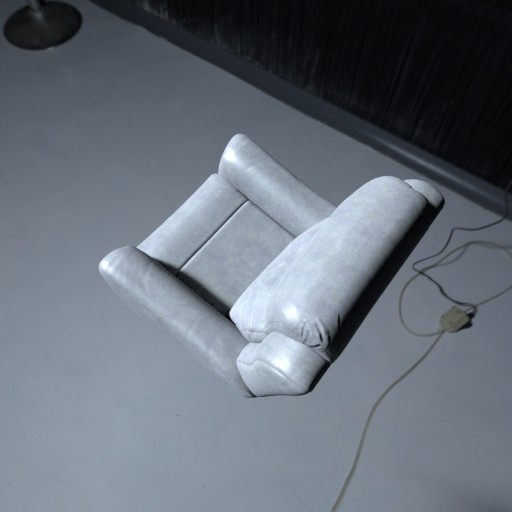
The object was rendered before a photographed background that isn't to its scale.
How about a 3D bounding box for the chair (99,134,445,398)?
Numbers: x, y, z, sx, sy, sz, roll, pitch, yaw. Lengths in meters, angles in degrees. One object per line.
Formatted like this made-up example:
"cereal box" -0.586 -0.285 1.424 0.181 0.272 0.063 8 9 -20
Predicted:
"chair" 0.000 0.000 1.930 1.068 1.116 0.967 35 68 17
